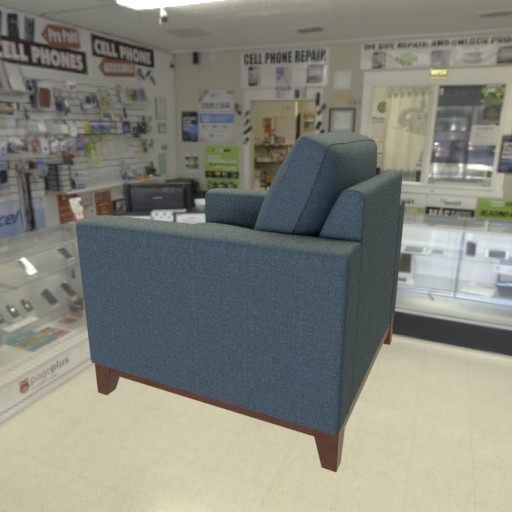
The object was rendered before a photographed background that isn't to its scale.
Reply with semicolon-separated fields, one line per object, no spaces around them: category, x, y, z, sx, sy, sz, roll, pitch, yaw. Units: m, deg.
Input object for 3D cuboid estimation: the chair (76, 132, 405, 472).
chair;0.000;0.000;1.873;1.038;1.010;1.024;8;18;25
